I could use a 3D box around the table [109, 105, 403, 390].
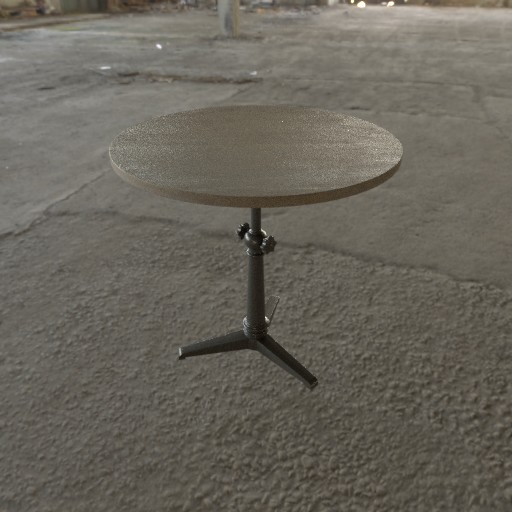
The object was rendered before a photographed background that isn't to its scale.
[{"bbox_3d":[0.000,0.000,1.458,0.800,0.780,0.800,0,32,0],"label":"table"}]
